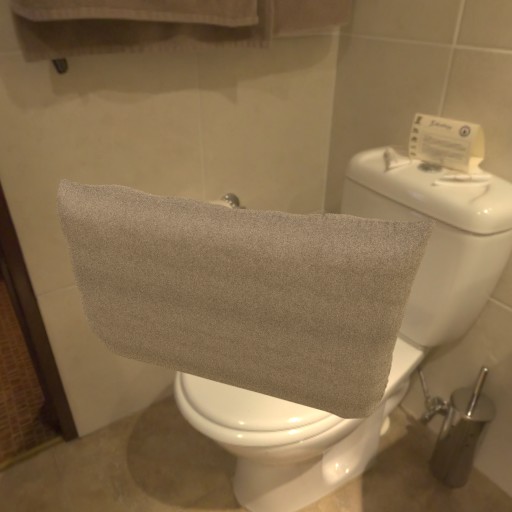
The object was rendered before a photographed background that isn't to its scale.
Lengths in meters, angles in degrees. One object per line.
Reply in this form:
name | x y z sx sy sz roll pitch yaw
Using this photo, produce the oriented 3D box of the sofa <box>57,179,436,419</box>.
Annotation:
sofa | 0.000 0.000 1.696 1.144 0.795 0.847 10 32 16
